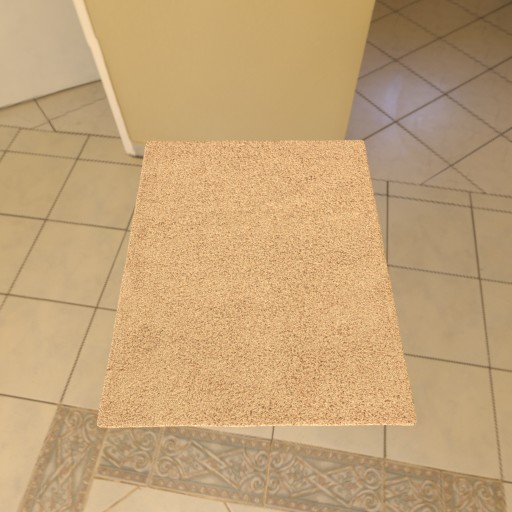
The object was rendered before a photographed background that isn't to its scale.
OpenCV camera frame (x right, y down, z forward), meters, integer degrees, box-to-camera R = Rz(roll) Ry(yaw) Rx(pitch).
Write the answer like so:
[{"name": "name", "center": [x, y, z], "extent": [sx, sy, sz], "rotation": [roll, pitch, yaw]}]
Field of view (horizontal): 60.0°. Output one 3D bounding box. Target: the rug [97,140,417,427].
[{"name": "rug", "center": [0.000, 0.000, 4.168], "extent": [2.438, 0.029, 3.047], "rotation": [0, 58, 0]}]
